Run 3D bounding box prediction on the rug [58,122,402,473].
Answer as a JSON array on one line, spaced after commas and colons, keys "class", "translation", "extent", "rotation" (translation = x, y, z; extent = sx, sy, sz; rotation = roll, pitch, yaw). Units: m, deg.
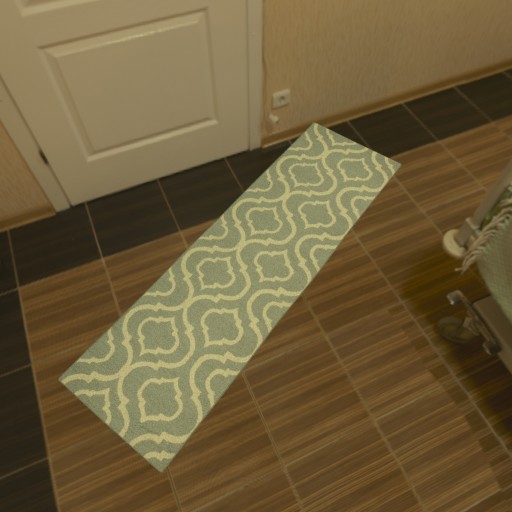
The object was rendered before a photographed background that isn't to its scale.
[{"class": "rug", "translation": [0.000, 0.000, 2.508], "extent": [0.684, 0.009, 2.275], "rotation": [32, 63, 19]}]
